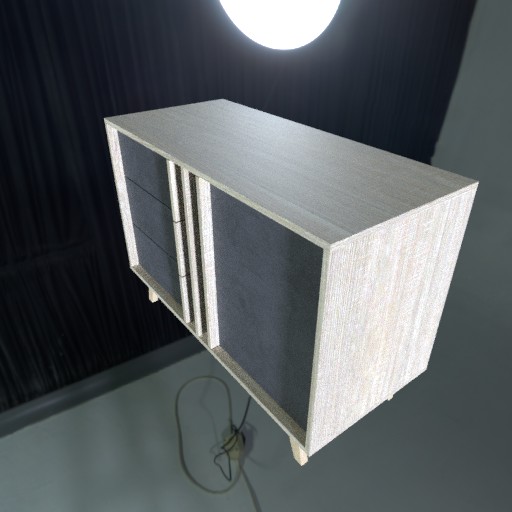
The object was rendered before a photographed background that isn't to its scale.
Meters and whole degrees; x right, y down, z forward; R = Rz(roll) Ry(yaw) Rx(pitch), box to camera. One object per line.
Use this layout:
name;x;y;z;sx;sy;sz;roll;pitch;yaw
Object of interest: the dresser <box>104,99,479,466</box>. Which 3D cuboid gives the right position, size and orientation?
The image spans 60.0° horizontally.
dresser;0.000;0.000;1.514;0.500;0.780;1.110;-22;38;-31
